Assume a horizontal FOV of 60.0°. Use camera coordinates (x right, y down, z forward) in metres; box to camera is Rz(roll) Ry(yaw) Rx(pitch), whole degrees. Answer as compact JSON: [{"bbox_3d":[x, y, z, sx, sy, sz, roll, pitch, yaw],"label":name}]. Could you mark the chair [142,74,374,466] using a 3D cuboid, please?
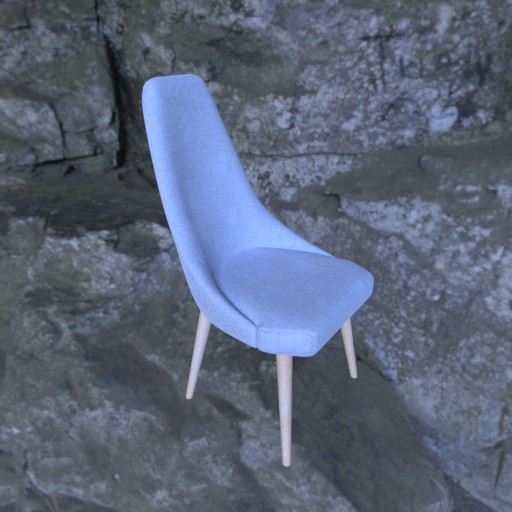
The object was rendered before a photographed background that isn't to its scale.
[{"bbox_3d":[0.000,0.000,1.413,0.660,1.040,0.510,18,32,32],"label":"chair"}]
